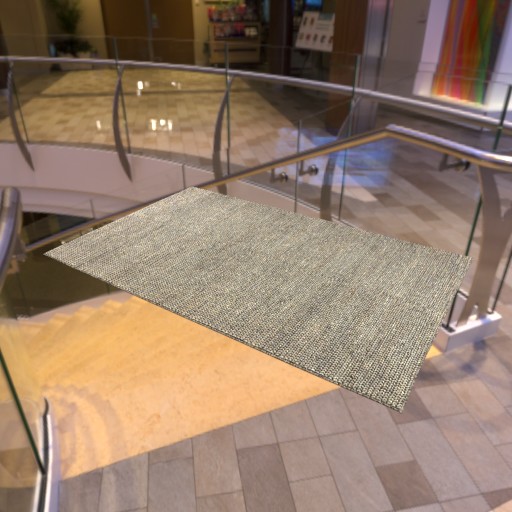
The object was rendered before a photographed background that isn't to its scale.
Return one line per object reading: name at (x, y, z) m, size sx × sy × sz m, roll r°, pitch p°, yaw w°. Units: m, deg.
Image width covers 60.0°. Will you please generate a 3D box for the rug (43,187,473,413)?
rug at (0.000, 0.000, 2.965) m, size 2.443 × 0.021 × 1.538 m, roll 18°, pitch 34°, yaw 29°
